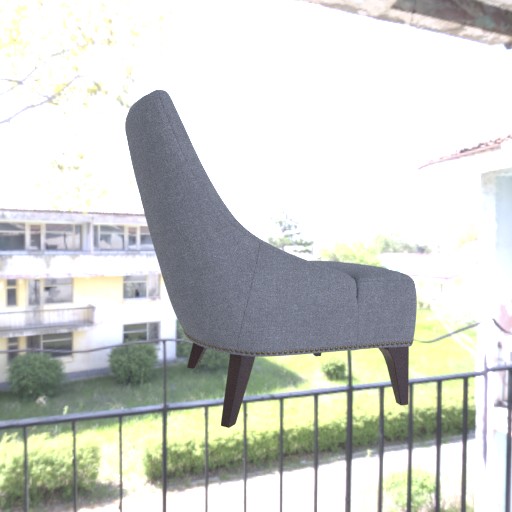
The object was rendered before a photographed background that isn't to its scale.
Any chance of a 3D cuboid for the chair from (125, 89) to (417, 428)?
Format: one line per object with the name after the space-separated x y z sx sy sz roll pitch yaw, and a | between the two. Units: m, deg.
0.000 0.000 1.536 0.861 0.909 0.701 -1 2 -18 | chair
